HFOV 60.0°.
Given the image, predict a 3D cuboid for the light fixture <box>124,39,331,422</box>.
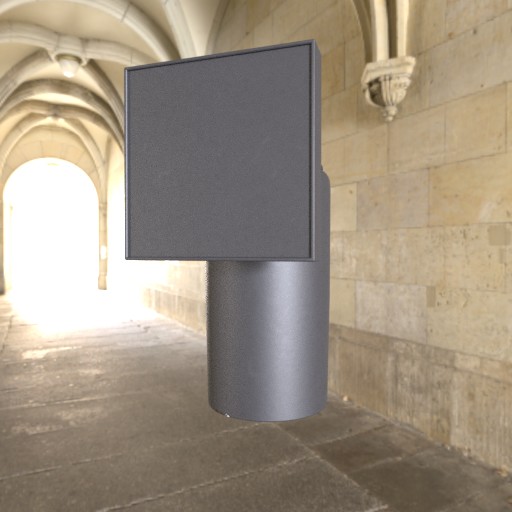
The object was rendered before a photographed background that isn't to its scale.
[{"bbox_3d":[0.000,0.000,0.363,0.130,0.257,0.176,0,1,18],"label":"light fixture"}]
